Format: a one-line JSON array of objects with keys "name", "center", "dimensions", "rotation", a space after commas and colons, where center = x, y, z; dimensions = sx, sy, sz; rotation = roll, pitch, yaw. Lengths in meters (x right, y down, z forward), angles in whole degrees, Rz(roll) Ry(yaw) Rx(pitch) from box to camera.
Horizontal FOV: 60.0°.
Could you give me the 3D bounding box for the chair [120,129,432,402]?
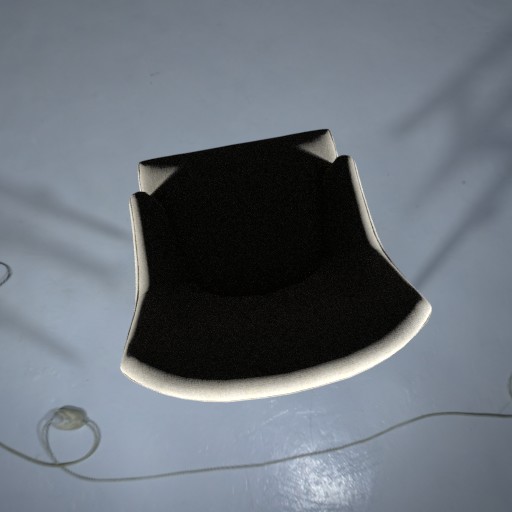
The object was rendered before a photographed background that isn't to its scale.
[{"name": "chair", "center": [0.000, 0.000, 1.620], "dimensions": [0.864, 0.856, 0.923], "rotation": [-11, 78, -2]}]
